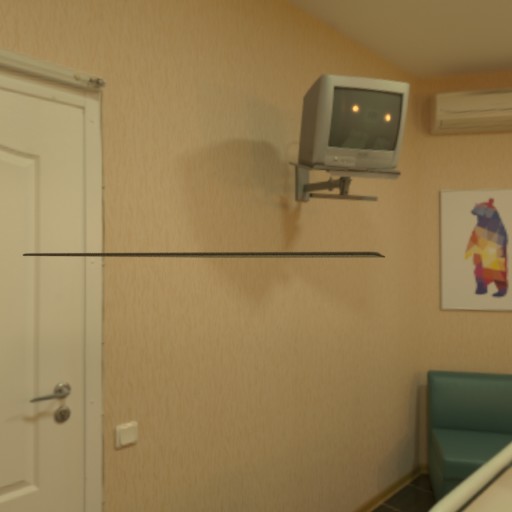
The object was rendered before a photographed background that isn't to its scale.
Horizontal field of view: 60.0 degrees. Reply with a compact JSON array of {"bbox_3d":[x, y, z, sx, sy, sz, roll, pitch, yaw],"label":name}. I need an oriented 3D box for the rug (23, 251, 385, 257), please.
[{"bbox_3d":[0.000,0.000,2.752,1.523,0.012,2.133,0,0,17],"label":"rug"}]
